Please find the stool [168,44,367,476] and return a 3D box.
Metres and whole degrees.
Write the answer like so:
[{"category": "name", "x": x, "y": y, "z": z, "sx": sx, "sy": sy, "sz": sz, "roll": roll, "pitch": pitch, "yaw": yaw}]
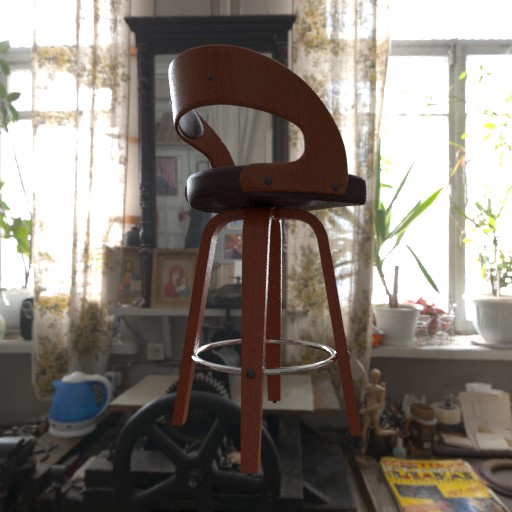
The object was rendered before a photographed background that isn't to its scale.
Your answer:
[{"category": "stool", "x": 0.000, "y": 0.000, "z": 1.168, "sx": 0.457, "sy": 0.940, "sz": 0.457, "roll": 0, "pitch": 0, "yaw": -36}]
